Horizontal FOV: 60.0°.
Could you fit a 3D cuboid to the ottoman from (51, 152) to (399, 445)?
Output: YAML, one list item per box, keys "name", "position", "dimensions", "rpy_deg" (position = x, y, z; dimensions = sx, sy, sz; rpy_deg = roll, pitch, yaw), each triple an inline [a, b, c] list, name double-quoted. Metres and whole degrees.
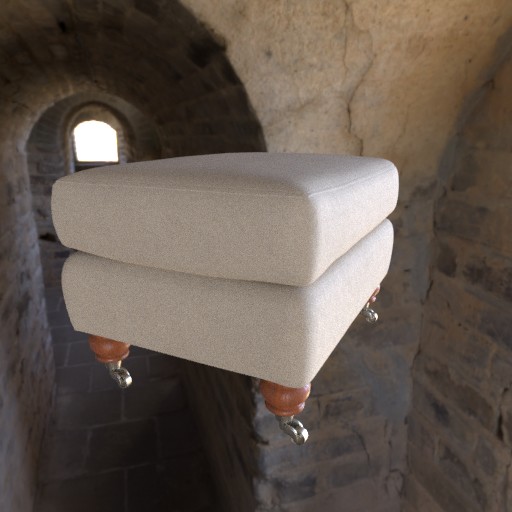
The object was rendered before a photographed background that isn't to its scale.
- name: "ottoman"
  position: [0.000, 0.000, 1.126]
  dimensions: [0.569, 0.504, 0.773]
  rpy_deg: [8, 17, 26]
